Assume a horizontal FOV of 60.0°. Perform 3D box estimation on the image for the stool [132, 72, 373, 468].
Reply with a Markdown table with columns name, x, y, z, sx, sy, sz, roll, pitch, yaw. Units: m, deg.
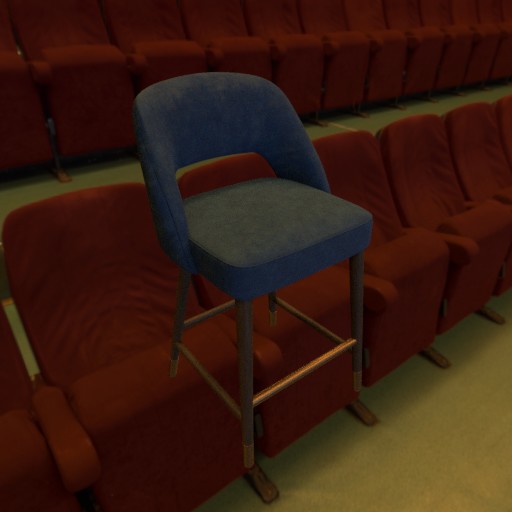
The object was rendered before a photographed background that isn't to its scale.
| name | x | y | z | sx | sy | sz | roll | pitch | yaw |
| --- | --- | --- | --- | --- | --- | --- | --- | --- | --- |
| stool | 0.000 | 0.000 | 1.262 | 0.536 | 0.925 | 0.524 | -21 | 36 | -32 |
